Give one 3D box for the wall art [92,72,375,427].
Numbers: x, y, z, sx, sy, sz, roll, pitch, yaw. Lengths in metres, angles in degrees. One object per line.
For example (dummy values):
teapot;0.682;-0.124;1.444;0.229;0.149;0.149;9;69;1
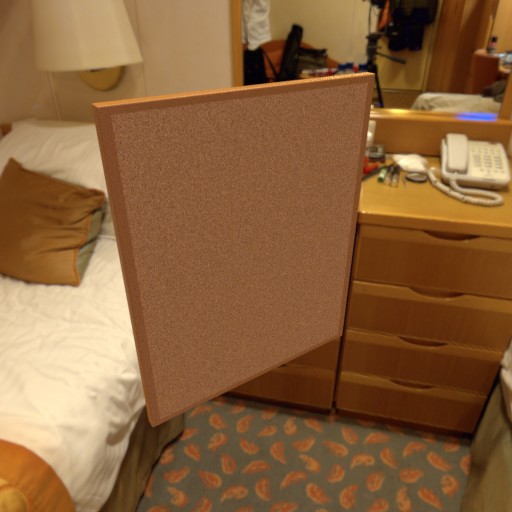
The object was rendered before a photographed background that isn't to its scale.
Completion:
wall art;0.000;0.000;0.522;0.310;0.379;0.015;-18;35;-28
